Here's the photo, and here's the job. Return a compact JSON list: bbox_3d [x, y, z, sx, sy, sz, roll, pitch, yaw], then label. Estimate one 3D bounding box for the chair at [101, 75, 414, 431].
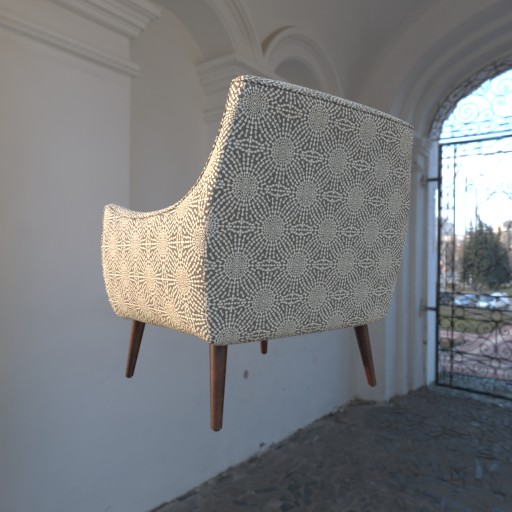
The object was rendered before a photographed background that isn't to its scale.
[{"bbox_3d":[0.000,0.000,1.432,0.762,0.838,0.787,0,1,-37],"label":"chair"}]
